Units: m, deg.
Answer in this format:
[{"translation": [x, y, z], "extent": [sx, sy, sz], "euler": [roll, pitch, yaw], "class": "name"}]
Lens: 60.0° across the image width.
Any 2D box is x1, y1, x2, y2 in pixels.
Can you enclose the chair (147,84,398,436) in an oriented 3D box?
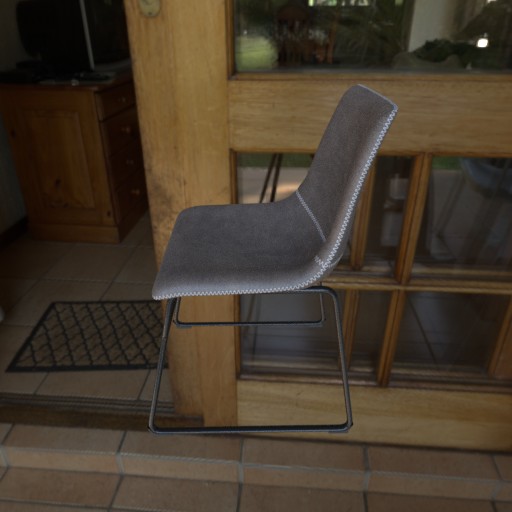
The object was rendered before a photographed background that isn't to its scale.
[{"translation": [0.000, 0.000, 1.123], "extent": [0.550, 0.780, 0.460], "euler": [-1, 28, -1], "class": "chair"}]
